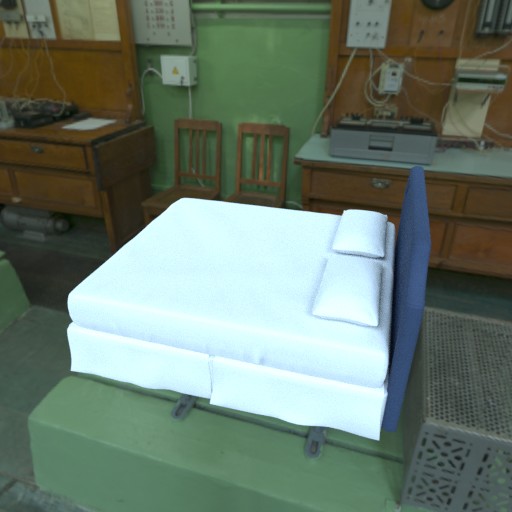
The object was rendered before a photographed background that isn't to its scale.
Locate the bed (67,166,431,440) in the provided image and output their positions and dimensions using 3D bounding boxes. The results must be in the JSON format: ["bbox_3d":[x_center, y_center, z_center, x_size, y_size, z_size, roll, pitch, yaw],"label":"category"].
[{"bbox_3d":[0.000,0.000,4.148,2.773,1.488,2.350,8,30,14],"label":"bed"}]
